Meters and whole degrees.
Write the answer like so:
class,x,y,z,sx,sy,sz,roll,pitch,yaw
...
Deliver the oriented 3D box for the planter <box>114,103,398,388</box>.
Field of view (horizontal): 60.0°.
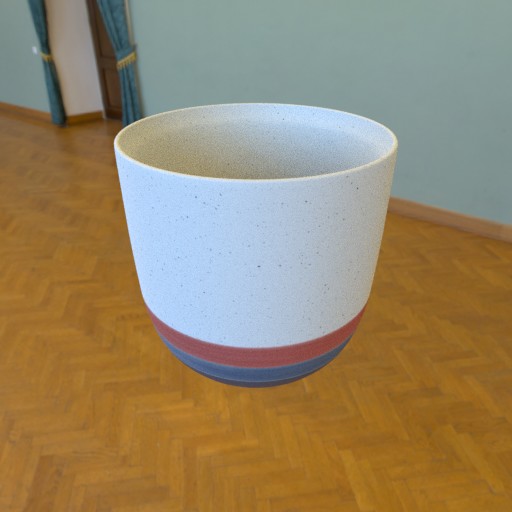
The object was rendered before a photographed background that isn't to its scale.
class,x,y,z,sx,sy,sz,roll,pitch,yaw
planter,0.000,0.000,0.383,0.204,0.214,0.204,0,30,0
